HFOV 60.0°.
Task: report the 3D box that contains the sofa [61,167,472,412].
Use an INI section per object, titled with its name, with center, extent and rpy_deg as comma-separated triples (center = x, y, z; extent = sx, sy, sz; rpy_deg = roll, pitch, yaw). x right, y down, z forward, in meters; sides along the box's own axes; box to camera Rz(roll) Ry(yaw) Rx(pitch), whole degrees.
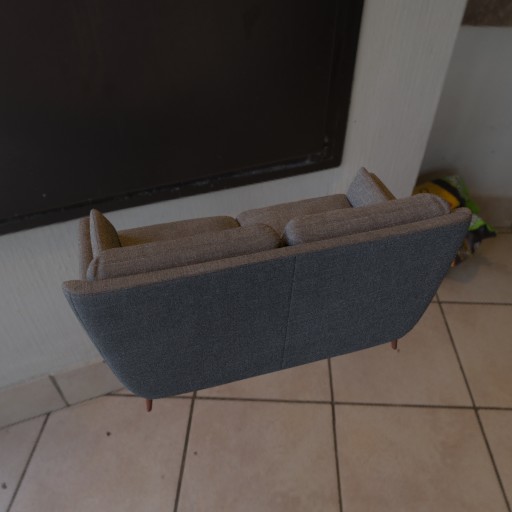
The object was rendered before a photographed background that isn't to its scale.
[sofa]
center = 0.000, 0.000, 2.169
extent = 1.646, 0.887, 0.976
rpy_deg = -11, 43, -12
